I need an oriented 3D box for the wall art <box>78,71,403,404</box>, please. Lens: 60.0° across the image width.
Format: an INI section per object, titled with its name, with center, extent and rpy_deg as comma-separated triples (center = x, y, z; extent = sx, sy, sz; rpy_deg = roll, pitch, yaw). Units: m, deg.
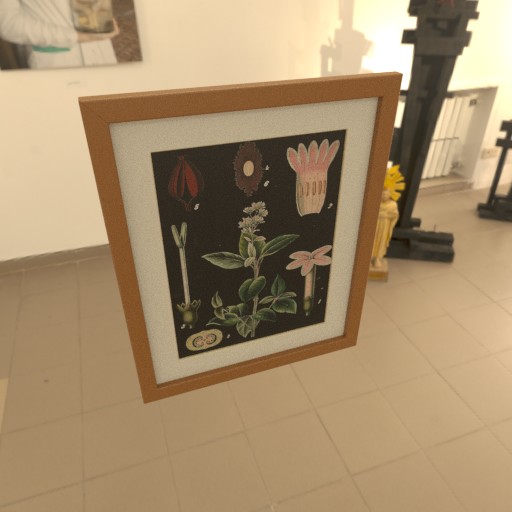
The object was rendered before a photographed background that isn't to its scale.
[wall art]
center = 0.000, 0.000, 0.511
extent = 0.310, 0.379, 0.015
rpy_deg = -11, 35, -16
